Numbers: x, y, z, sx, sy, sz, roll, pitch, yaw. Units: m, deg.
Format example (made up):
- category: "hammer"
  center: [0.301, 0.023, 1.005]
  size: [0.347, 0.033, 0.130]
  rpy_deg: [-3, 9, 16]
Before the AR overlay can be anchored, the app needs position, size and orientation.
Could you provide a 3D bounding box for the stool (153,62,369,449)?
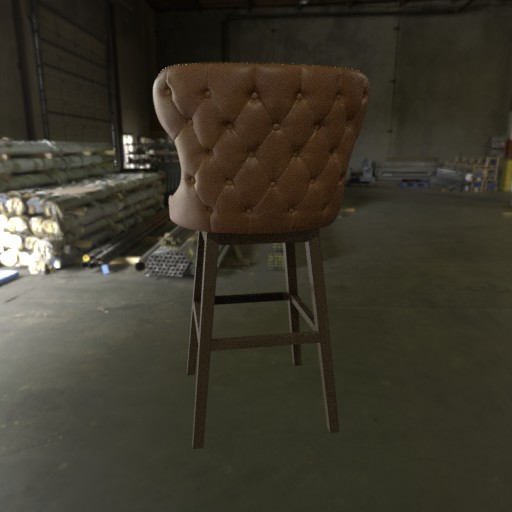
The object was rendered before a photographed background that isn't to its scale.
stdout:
- category: "stool"
  center: [0.000, 0.000, 1.445]
  size: [0.591, 1.087, 0.606]
  rpy_deg: [-3, 14, -10]
